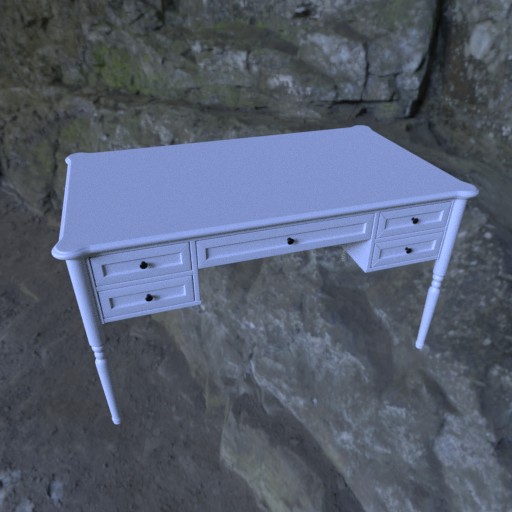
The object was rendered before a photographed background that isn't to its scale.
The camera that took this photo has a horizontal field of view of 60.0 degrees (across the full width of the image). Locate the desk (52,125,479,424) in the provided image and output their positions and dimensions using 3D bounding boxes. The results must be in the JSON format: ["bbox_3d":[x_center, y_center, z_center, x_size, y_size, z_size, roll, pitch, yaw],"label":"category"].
[{"bbox_3d":[0.000,0.000,1.856,1.380,0.762,0.807,-10,34,-15],"label":"desk"}]
